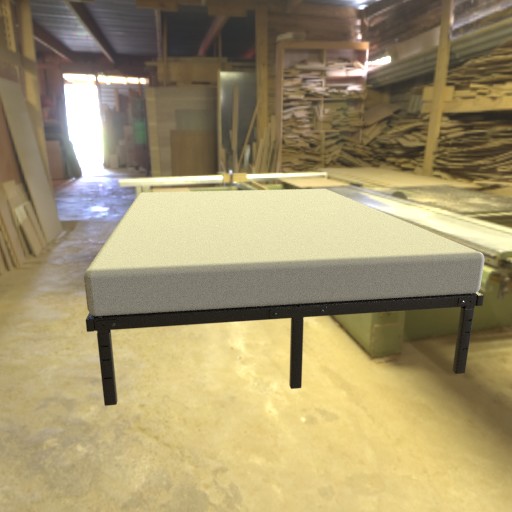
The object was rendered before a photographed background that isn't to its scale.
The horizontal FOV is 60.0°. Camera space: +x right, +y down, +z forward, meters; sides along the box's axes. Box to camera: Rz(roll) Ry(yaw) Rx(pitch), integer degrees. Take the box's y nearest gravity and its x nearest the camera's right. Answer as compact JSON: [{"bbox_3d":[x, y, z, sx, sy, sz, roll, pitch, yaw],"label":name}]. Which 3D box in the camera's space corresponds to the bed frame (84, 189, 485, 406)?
[{"bbox_3d":[0.000,0.000,3.424,1.990,0.680,2.635,-2,16,-9],"label":"bed frame"}]
